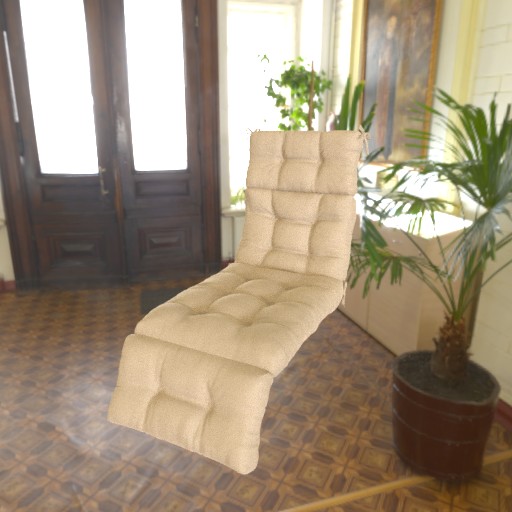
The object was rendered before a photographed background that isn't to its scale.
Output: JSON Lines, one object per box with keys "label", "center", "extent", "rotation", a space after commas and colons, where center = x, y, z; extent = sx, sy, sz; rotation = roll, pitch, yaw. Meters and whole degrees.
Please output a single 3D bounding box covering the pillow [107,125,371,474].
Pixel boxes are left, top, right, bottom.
{"label": "pillow", "center": [0.000, 0.000, 1.515], "extent": [0.526, 0.863, 1.016], "rotation": [8, 18, 26]}
